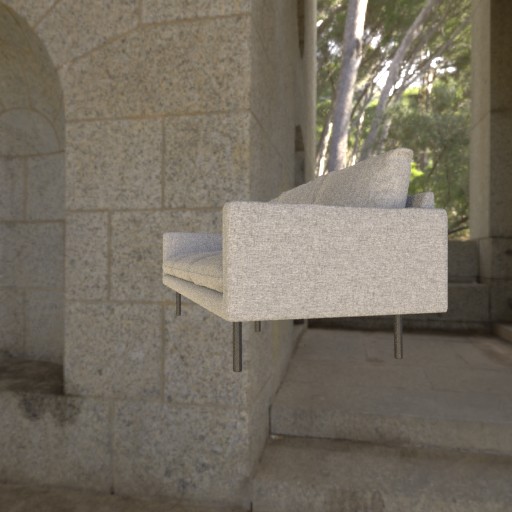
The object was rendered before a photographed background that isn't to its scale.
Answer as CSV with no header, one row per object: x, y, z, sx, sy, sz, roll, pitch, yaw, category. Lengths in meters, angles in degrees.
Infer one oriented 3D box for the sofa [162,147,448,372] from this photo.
0.000,0.000,2.435,0.850,0.830,2.000,0,0,-18,sofa
